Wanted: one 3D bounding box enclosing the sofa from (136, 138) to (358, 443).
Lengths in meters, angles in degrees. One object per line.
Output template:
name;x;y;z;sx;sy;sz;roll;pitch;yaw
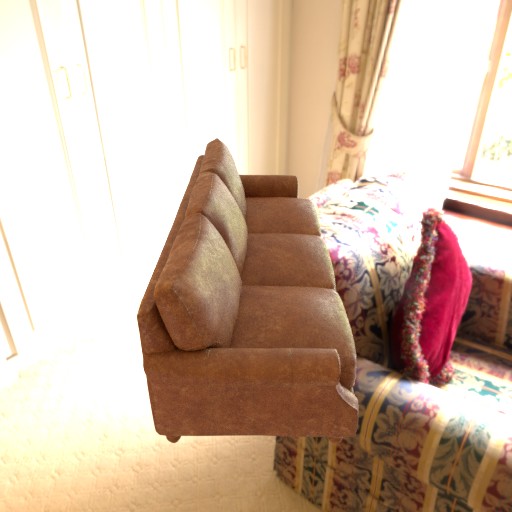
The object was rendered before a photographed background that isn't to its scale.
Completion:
sofa;0.000;0.000;2.857;0.973;0.977;2.351;0;30;0
